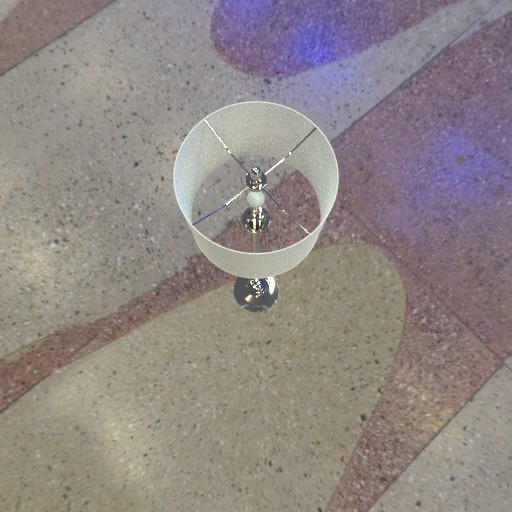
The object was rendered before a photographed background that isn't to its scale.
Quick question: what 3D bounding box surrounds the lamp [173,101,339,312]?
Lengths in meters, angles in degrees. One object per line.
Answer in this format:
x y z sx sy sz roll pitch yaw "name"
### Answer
0.000 0.000 1.652 0.356 1.487 0.356 -40 79 -9 "lamp"
